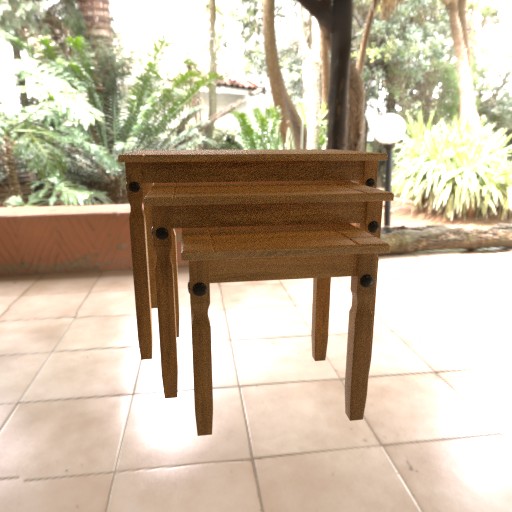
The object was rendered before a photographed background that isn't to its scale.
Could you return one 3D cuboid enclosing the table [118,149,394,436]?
[{"bbox_3d":[0.000,0.000,1.186,0.660,0.535,0.773,-2,15,-9],"label":"table"}]
